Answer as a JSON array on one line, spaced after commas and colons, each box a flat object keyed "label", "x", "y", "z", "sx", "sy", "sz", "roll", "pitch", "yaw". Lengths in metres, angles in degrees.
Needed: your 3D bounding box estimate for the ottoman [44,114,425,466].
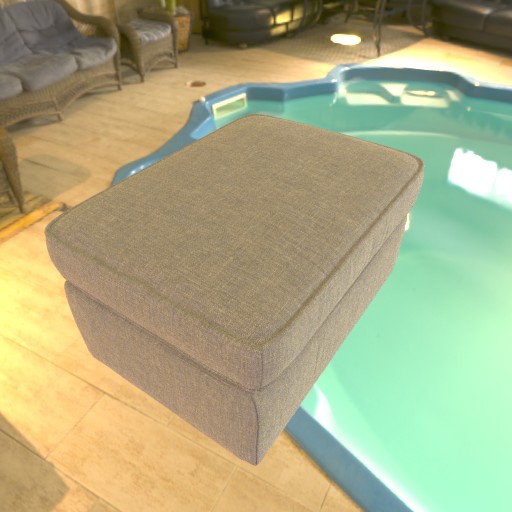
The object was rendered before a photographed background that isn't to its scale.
[{"label": "ottoman", "x": 0.000, "y": 0.000, "z": 1.101, "sx": 0.559, "sy": 0.457, "sz": 0.762, "roll": 24, "pitch": 45, "yaw": 26}]
